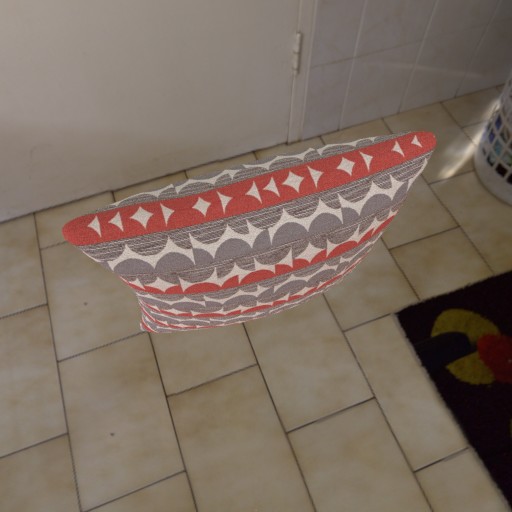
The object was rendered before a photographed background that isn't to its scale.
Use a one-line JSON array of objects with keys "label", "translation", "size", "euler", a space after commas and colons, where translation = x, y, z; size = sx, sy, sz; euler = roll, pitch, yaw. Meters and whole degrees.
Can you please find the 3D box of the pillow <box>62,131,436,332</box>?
[{"label": "pillow", "translation": [0.000, 0.000, 0.648], "size": [0.420, 0.410, 0.180], "euler": [-16, 61, -9]}]
